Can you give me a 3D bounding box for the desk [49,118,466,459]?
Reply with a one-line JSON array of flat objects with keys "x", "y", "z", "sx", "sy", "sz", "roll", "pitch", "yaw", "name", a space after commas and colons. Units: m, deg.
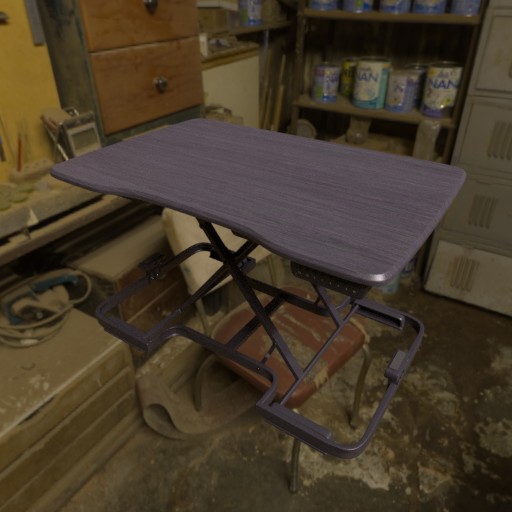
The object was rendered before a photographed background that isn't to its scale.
[{"x": 0.000, "y": 0.000, "z": 1.128, "sx": 0.820, "sy": 0.470, "sz": 0.546, "roll": 20, "pitch": 37, "yaw": 28, "name": "desk"}]
